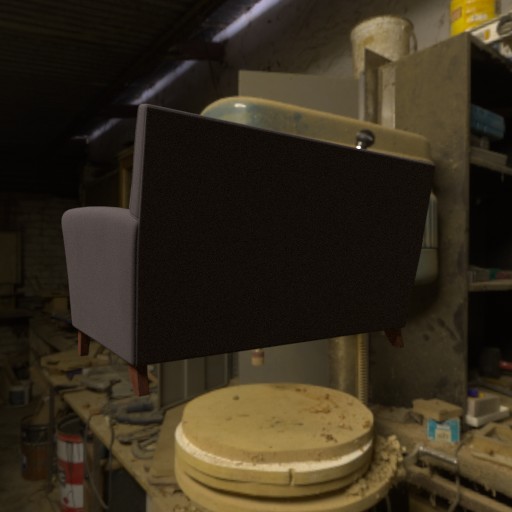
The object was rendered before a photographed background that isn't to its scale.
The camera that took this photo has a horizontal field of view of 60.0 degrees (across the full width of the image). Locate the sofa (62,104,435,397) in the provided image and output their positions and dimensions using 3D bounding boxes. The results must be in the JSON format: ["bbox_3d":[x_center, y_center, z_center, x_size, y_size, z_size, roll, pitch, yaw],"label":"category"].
[{"bbox_3d":[0.000,0.000,1.935,1.420,0.846,0.871,0,0,-35],"label":"sofa"}]
